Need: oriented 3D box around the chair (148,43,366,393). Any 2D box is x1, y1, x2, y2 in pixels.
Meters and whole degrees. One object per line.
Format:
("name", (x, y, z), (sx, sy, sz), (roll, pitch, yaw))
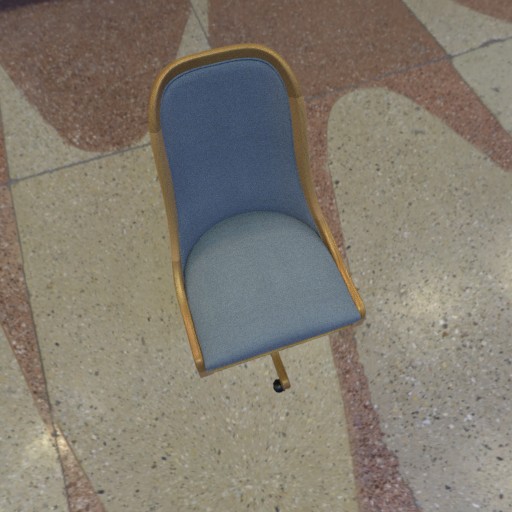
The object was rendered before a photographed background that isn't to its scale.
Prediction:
("chair", (0.000, 0.000, 1.461), (0.605, 1.031, 0.735), (-17, 64, -8))
